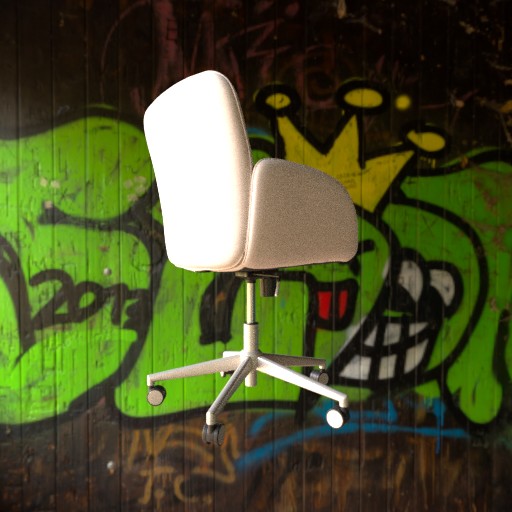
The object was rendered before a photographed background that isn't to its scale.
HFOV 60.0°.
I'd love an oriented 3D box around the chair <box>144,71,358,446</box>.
[{"bbox_3d":[0.000,0.000,1.437,0.633,0.959,0.648,-1,2,-36],"label":"chair"}]
